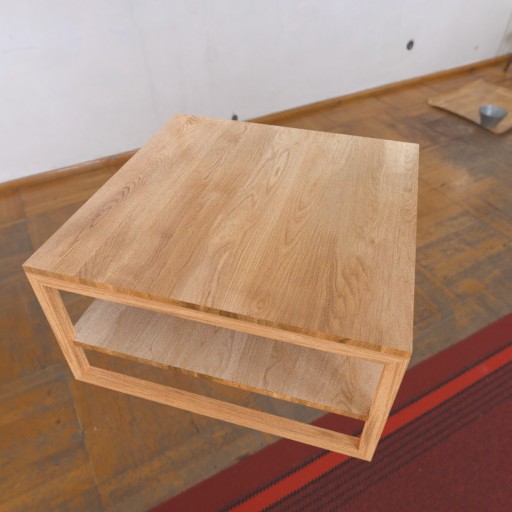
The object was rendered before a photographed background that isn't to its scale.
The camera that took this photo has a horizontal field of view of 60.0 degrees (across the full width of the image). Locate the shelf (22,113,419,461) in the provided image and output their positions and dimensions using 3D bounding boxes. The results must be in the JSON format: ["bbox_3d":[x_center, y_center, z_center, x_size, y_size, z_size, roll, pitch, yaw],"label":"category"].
[{"bbox_3d":[0.000,0.000,1.441,0.899,0.480,0.899,11,43,12],"label":"shelf"}]
